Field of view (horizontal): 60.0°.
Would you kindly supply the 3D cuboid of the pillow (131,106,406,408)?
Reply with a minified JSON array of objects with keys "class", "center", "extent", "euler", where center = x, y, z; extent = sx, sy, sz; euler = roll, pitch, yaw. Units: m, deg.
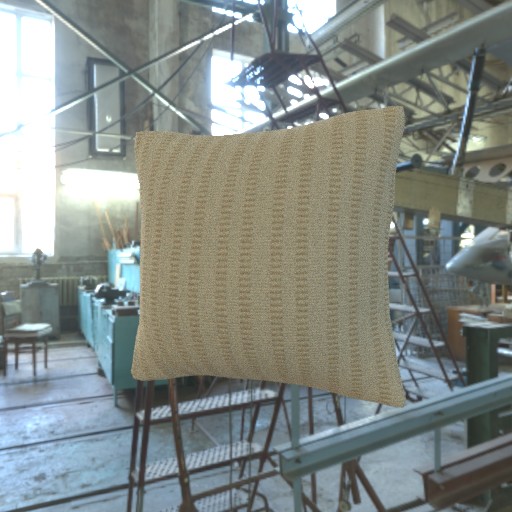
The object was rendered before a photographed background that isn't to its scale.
[{"class":"pillow","center":[0.000,0.000,0.681],"extent":[0.438,0.419,0.247],"euler":[0,1,19]}]
